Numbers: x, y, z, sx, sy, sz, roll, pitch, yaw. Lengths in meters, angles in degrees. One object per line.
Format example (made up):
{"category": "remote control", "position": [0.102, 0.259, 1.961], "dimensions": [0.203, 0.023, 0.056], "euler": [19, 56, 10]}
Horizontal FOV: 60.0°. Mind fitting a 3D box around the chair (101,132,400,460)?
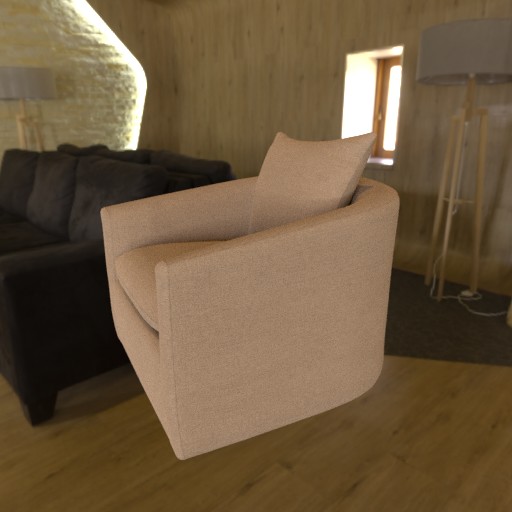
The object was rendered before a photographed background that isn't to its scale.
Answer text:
{"category": "chair", "position": [0.000, 0.000, 1.571], "dimensions": [0.910, 0.848, 0.845], "euler": [-8, 18, -26]}
